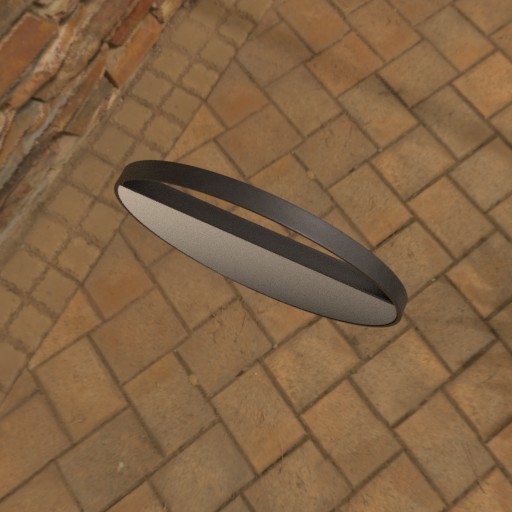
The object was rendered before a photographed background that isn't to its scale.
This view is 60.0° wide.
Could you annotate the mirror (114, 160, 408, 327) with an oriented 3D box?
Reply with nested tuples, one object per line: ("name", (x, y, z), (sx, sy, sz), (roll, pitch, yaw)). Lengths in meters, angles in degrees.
("mirror", (0.000, 0.000, 0.841), (0.565, 0.565, 0.032), (24, 76, 6))
